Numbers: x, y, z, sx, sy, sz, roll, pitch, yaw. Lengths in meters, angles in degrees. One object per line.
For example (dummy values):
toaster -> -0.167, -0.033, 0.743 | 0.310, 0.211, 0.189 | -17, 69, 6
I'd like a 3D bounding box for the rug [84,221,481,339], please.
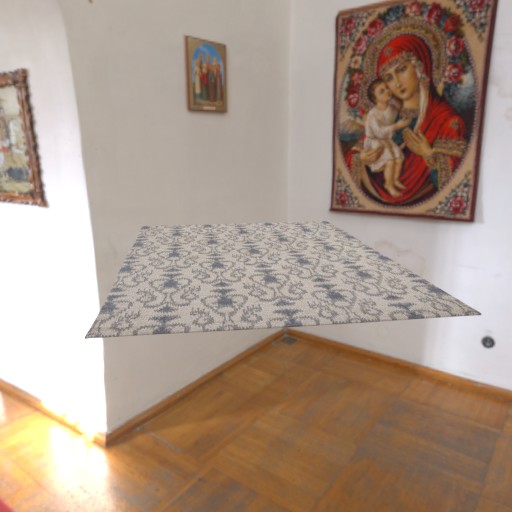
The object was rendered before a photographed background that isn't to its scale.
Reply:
rug -> 0.000, 0.000, 2.902 | 1.676, 0.013, 2.261 | -2, 15, -8
